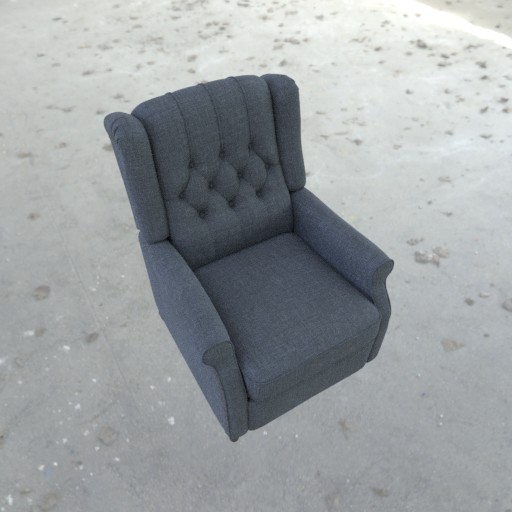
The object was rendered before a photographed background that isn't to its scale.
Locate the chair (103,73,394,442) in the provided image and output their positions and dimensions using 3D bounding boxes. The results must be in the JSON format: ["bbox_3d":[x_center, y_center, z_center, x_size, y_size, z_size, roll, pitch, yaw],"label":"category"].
[{"bbox_3d":[0.000,0.000,1.638,0.742,1.035,0.898,-23,50,-21],"label":"chair"}]
